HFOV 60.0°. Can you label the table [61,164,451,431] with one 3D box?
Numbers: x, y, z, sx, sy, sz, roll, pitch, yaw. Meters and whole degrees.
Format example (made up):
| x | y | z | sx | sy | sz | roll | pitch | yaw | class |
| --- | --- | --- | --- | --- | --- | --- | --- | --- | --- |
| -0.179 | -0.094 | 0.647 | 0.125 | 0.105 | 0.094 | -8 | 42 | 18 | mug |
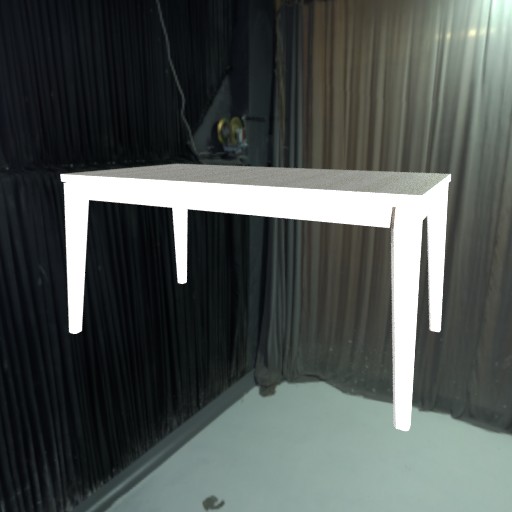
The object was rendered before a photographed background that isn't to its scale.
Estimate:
| x | y | z | sx | sy | sz | roll | pitch | yaw | class |
| --- | --- | --- | --- | --- | --- | --- | --- | --- | --- |
| 0.000 | 0.000 | 2.083 | 1.600 | 0.760 | 0.900 | 8 | 17 | 27 | table |
